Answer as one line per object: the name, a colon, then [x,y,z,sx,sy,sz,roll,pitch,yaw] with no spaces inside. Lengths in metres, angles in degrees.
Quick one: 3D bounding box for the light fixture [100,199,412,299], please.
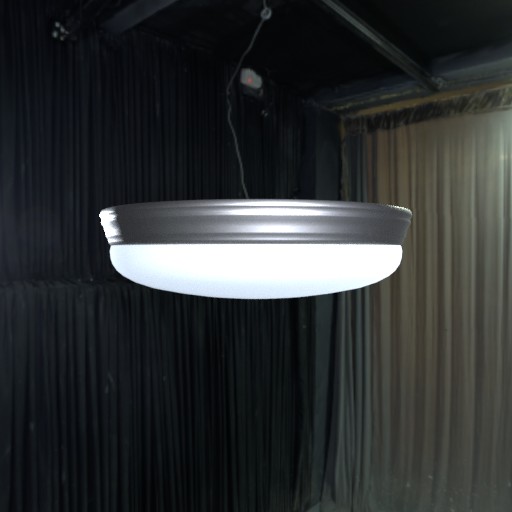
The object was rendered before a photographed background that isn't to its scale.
light fixture: [0.000,0.000,0.554,0.368,0.100,0.368,0,1,0]
